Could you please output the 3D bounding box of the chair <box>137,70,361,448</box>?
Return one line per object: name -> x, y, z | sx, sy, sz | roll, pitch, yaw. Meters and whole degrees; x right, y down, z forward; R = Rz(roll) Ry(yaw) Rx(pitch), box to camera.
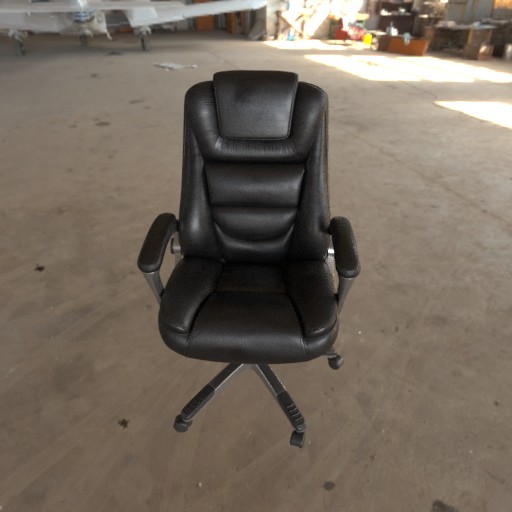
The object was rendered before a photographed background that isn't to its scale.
chair -> 0.000, 0.000, 1.478 | 0.697, 1.075, 0.689 | 1, 31, 2
